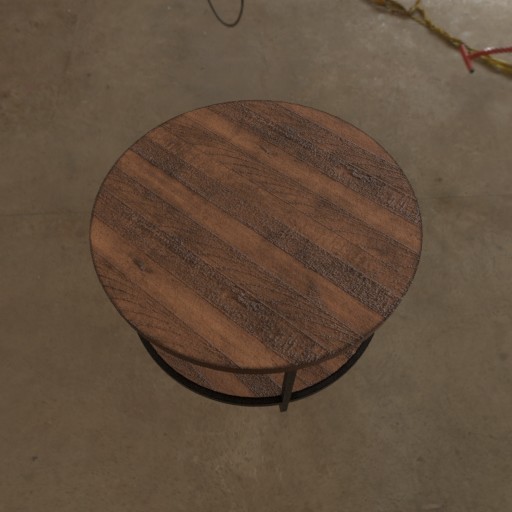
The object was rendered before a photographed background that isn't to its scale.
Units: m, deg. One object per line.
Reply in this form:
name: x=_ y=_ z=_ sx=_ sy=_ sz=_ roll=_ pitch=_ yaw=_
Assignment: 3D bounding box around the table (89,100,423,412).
table: x=0.000 y=0.000 z=1.330 sx=0.837 sy=0.462 sz=0.837 roll=0 pitch=58 yaw=0
